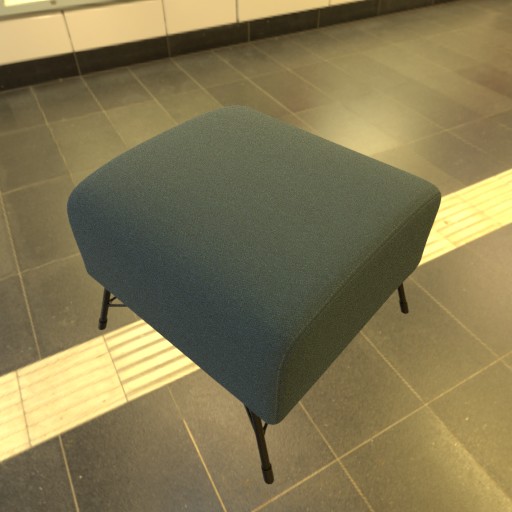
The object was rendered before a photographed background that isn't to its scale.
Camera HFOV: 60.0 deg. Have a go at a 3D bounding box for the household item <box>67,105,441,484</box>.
[{"bbox_3d":[0.000,0.000,0.910,0.530,0.420,0.530,32,53,28],"label":"household item"}]
